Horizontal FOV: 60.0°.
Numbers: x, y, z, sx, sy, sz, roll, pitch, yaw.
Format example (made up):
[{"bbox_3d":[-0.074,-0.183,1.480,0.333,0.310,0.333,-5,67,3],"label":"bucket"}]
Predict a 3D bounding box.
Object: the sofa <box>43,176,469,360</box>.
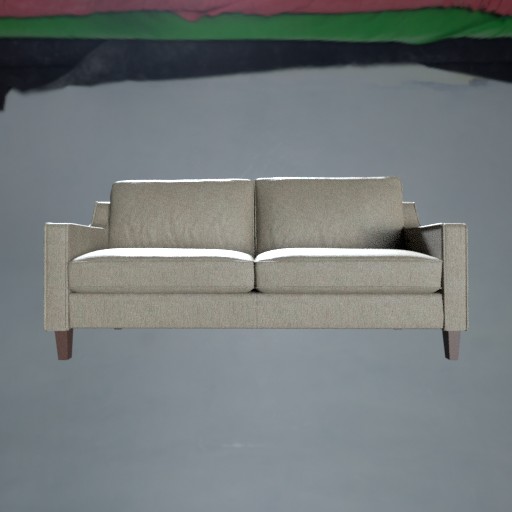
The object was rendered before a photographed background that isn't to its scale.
[{"bbox_3d":[0.000,0.000,2.765,2.181,1.074,1.073,0,0,0],"label":"sofa"}]
